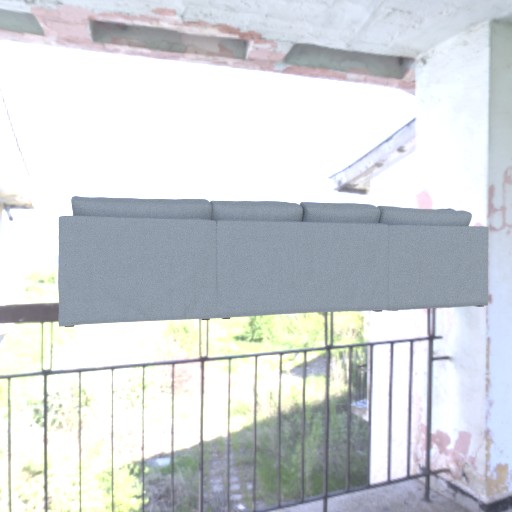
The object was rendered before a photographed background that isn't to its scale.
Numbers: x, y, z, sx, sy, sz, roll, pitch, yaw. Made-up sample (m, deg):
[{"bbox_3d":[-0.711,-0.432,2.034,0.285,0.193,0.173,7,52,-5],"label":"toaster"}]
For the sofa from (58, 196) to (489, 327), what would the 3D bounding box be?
[{"bbox_3d":[0.000,0.000,4.431,3.460,0.882,2.427,0,0,-18],"label":"sofa"}]
